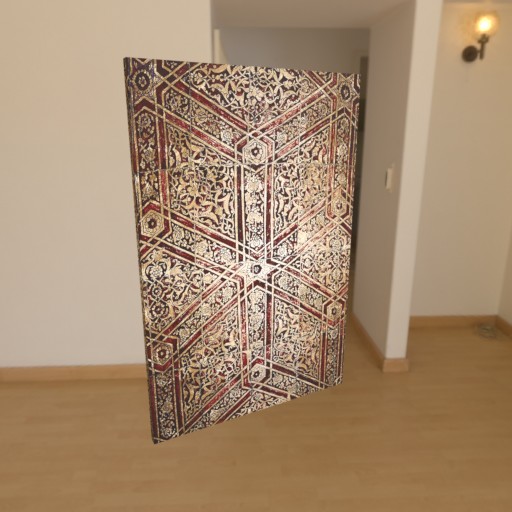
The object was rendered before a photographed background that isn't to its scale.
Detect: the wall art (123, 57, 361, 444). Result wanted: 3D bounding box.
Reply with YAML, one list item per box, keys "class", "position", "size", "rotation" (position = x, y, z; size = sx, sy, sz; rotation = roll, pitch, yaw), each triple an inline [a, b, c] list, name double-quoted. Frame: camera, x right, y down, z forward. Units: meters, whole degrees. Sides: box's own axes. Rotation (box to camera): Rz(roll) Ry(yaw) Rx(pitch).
- class: "wall art"
  position: [0.000, 0.000, 0.760]
  size: [0.397, 0.599, 0.020]
  rotation: [-8, 18, -27]
